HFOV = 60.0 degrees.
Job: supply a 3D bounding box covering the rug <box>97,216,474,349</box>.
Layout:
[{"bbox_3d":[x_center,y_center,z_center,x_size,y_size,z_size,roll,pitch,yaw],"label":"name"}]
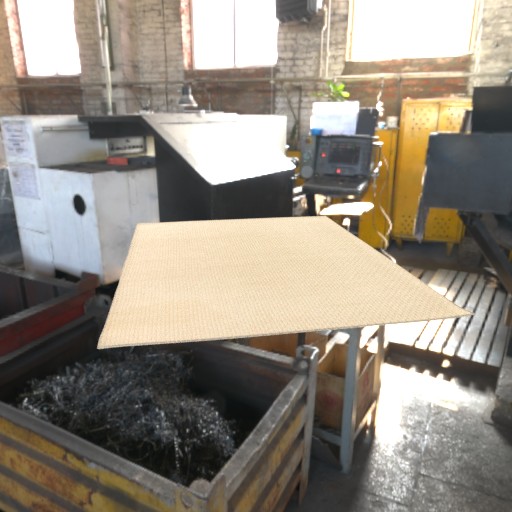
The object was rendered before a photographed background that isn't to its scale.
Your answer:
[{"bbox_3d":[0.000,0.000,3.947,2.277,0.035,2.897,-3,18,-10],"label":"rug"}]
